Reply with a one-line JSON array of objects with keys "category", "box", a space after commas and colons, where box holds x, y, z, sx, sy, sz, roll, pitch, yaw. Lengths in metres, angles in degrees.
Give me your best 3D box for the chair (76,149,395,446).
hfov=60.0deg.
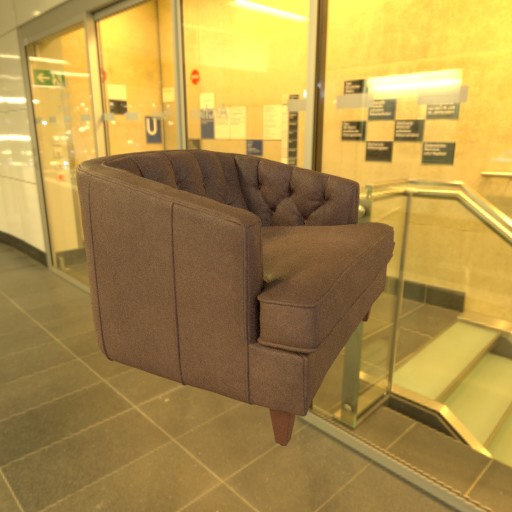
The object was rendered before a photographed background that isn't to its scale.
[{"category": "chair", "box": [0.000, 0.000, 1.715, 0.914, 0.787, 1.118, 8, 17, 26]}]
